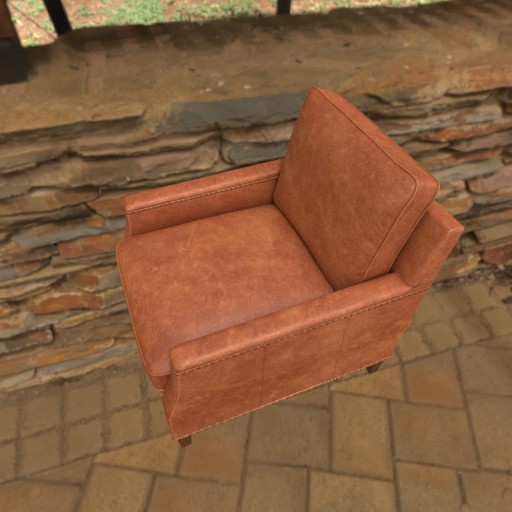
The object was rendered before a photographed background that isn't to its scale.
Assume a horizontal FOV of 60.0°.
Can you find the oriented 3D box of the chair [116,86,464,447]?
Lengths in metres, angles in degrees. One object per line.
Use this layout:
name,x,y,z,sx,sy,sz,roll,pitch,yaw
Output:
chair,0.000,0.000,1.693,1.014,0.943,0.853,-16,48,-15
